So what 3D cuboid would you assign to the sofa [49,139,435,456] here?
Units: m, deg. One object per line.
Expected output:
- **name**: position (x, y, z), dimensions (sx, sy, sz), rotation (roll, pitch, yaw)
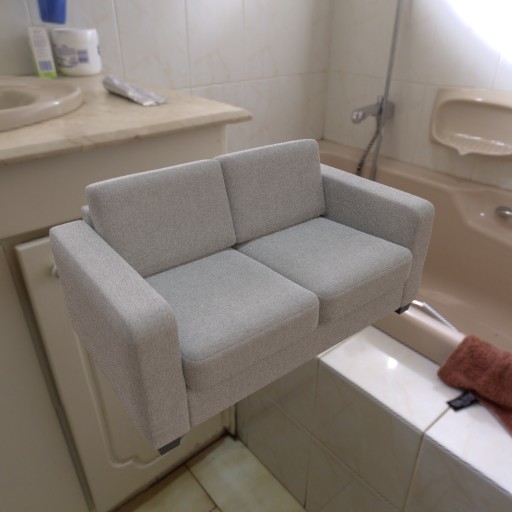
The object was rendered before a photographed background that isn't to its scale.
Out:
- **sofa**: position (0.000, 0.000, 2.034), dimensions (1.540, 0.800, 0.900), rotation (-21, 35, -32)
